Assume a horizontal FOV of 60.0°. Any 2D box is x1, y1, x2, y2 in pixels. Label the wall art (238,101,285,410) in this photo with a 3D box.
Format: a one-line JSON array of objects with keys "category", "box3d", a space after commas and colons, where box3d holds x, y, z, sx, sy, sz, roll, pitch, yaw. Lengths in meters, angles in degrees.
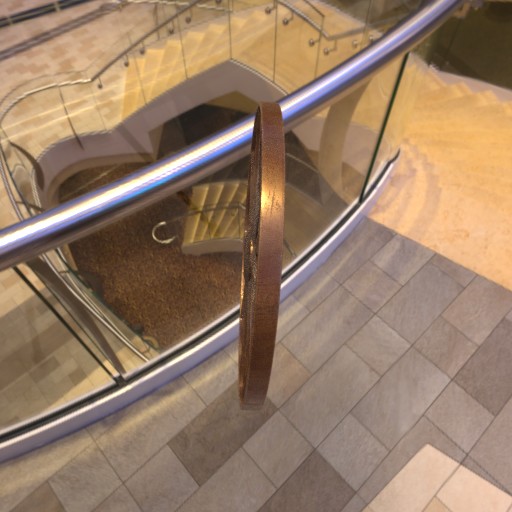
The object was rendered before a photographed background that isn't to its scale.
[{"category": "wall art", "box3d": [0.000, 0.000, 0.885, 0.084, 0.583, 0.582, 1, 58, 0]}]
